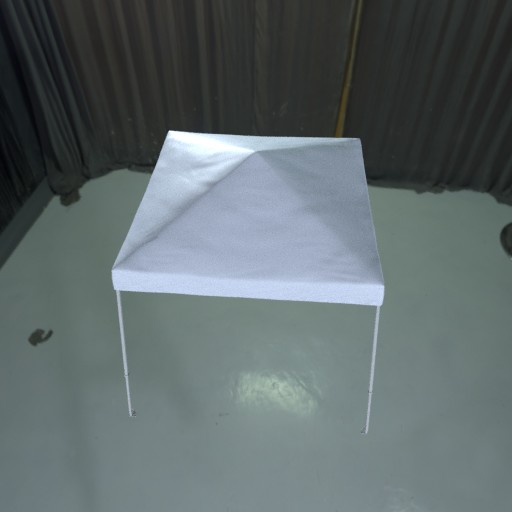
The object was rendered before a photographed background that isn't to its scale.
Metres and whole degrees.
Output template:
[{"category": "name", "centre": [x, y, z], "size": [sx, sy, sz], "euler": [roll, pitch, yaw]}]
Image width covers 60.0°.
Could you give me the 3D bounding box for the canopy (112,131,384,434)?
[{"category": "canopy", "centre": [0.000, 0.000, 6.623], "size": [3.600, 3.600, 3.599], "euler": [3, 46, 3]}]
